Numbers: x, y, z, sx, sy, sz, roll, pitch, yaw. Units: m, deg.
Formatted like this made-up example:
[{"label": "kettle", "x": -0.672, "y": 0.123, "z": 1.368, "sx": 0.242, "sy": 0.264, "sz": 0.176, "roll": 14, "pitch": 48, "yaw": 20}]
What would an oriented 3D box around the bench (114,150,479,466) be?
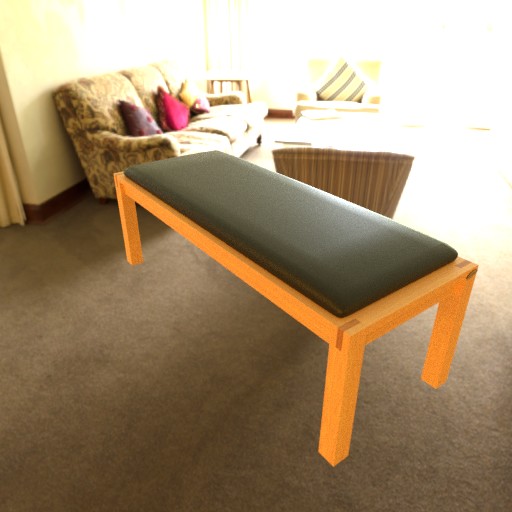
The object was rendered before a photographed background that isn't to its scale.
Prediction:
[{"label": "bench", "x": 0.000, "y": 0.000, "z": 1.453, "sx": 0.450, "sy": 0.430, "sz": 1.202, "roll": -20, "pitch": 34, "yaw": -32}]
